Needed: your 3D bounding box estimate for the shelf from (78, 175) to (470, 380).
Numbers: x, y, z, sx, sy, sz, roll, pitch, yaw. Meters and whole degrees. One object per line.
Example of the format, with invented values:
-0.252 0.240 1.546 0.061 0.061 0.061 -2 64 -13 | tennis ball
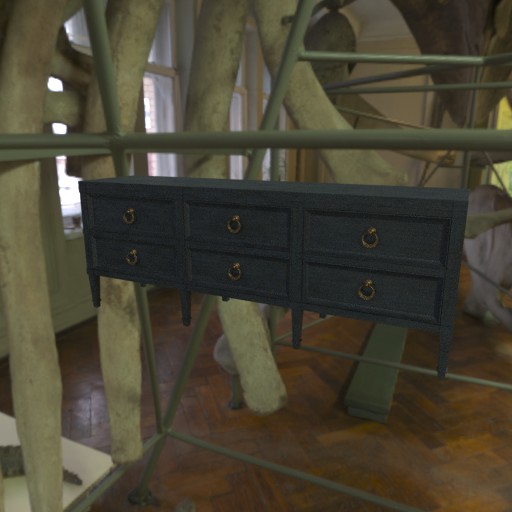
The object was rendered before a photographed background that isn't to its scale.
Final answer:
0.000 0.000 2.241 1.878 0.715 0.471 7 16 25 | shelf
